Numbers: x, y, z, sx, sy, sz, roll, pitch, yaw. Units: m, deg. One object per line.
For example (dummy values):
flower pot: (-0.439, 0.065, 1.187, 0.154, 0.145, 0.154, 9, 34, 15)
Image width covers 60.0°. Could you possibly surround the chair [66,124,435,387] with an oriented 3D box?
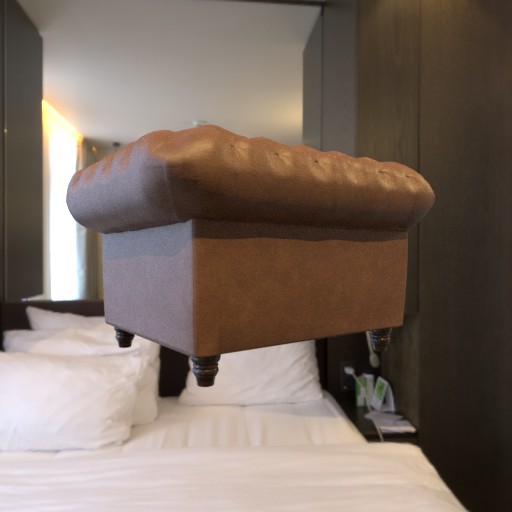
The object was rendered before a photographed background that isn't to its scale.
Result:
chair: (0.000, 0.000, 1.840, 1.298, 0.784, 0.954, 0, 0, -36)
